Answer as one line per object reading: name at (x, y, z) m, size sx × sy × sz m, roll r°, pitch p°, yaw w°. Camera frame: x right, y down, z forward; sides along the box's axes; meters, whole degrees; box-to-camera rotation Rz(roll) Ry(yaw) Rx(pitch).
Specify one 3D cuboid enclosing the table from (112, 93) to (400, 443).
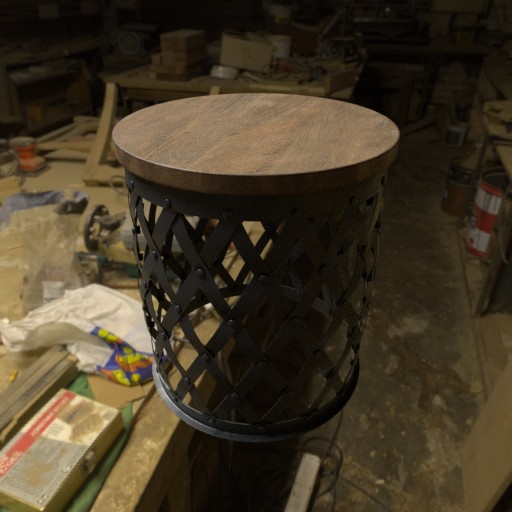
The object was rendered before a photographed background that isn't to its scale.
table at (0.000, 0.000, 0.764) m, size 0.405 × 0.454 × 0.405 m, roll 0°, pitch 32°, yaw 0°
